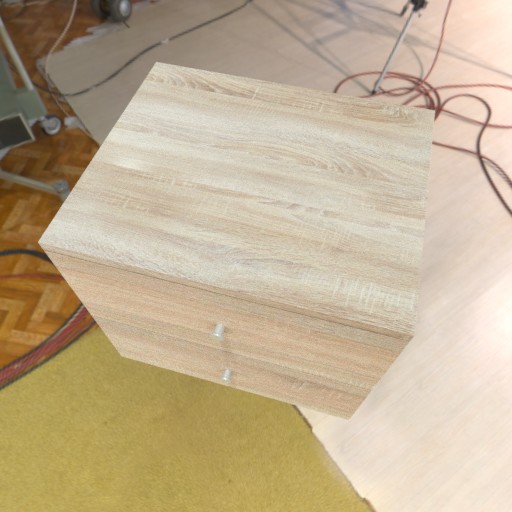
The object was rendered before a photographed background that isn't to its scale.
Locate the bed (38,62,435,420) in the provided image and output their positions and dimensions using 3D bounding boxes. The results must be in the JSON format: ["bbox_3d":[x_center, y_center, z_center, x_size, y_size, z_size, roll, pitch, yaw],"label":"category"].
[{"bbox_3d":[0.000,0.000,0.787,0.460,0.420,0.401,13,58,8],"label":"bed"}]
